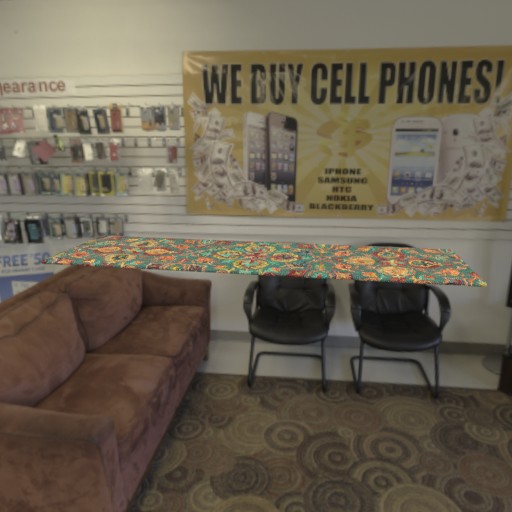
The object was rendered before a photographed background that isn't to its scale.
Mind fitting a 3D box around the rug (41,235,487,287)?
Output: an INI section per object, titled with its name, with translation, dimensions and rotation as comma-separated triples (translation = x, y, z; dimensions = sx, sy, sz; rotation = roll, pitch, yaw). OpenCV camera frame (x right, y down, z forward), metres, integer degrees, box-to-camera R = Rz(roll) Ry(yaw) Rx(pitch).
[rug]
translation = 0.000, 0.000, 2.546
dimensions = 2.286, 0.013, 0.686
rotation = 3, 15, 10
